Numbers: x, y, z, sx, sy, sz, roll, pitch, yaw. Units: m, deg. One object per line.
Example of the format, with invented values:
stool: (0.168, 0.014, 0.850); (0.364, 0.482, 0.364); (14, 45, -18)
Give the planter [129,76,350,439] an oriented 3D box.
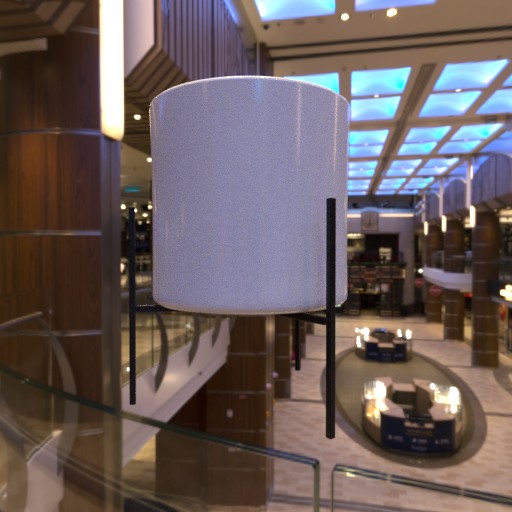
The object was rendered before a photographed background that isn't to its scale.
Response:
planter: (0.000, 0.000, 0.732); (0.360, 0.480, 0.361); (-1, 1, -35)
